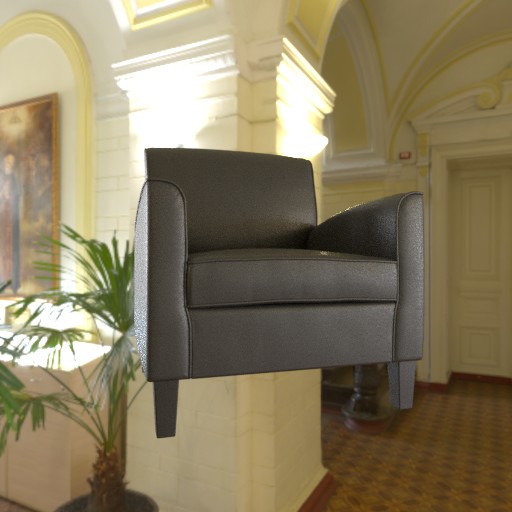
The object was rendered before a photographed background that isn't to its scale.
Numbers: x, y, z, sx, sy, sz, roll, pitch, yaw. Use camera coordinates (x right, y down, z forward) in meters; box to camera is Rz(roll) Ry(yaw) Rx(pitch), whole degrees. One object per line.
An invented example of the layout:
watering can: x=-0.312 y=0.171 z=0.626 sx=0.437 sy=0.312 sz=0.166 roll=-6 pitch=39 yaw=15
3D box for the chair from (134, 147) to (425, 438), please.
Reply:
chair: x=0.000 y=0.000 z=1.573 sx=0.820 sy=0.916 sz=0.819 roll=0 pitch=0 yaw=-17
